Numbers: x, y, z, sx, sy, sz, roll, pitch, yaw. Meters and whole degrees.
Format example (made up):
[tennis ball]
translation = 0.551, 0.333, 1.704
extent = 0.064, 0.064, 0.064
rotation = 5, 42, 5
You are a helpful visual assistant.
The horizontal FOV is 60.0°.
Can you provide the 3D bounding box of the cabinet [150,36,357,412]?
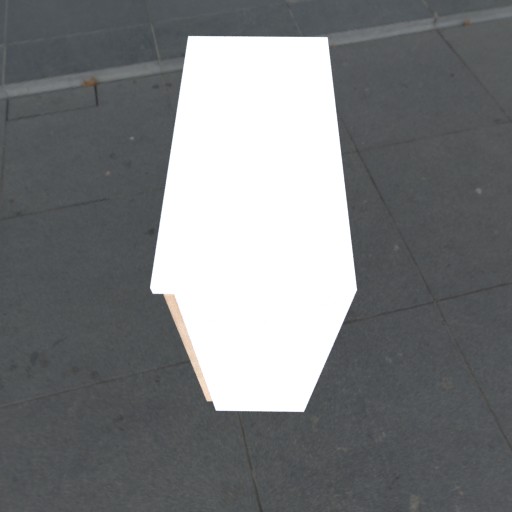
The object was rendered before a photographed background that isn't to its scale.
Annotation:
[cabinet]
translation = 0.000, 0.000, 1.136
extent = 0.296, 0.815, 0.600
rotation = 1, 59, 0
